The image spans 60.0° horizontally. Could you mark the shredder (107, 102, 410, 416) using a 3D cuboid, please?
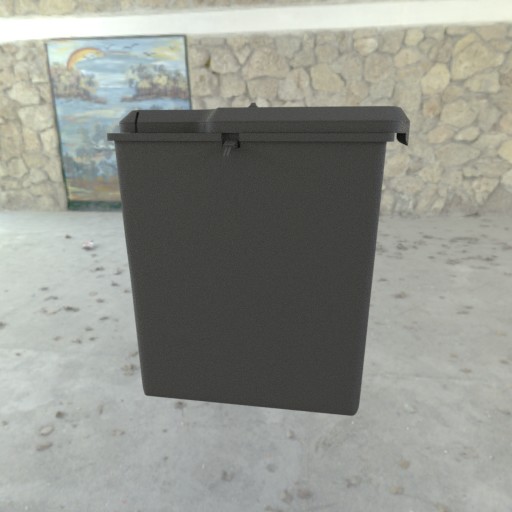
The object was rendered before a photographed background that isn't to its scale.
[{"bbox_3d":[0.000,0.000,0.518,0.320,0.335,0.170,3,16,9],"label":"shredder"}]
